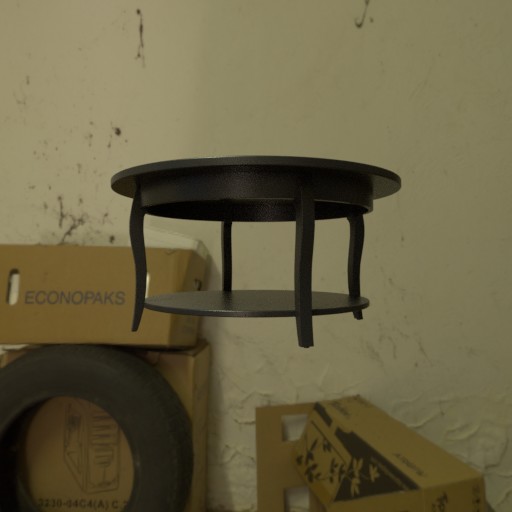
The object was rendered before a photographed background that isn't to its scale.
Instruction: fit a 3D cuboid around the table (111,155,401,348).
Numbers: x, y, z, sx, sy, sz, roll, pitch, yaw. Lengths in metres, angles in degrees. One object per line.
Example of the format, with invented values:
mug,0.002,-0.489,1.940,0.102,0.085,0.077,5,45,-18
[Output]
table,0.000,0.000,1.467,0.914,0.457,0.914,0,0,0
